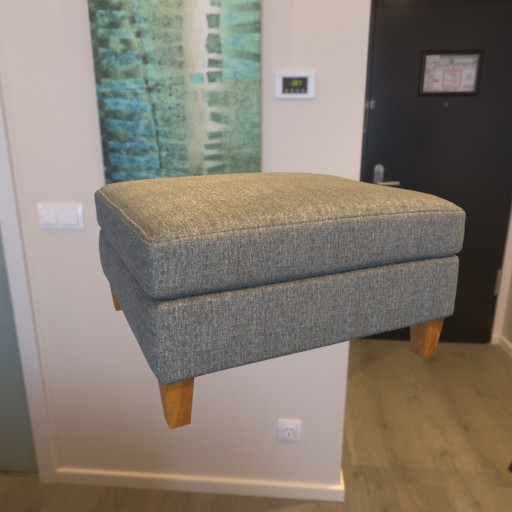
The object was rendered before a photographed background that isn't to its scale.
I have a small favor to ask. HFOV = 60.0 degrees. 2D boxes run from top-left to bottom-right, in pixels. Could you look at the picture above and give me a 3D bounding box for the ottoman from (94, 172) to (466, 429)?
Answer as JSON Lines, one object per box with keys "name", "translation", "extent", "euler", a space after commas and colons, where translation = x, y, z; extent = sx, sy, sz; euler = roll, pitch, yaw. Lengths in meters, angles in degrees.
{"name": "ottoman", "translation": [0.000, 0.000, 1.362], "extent": [0.838, 0.481, 0.838], "euler": [-7, 17, -25]}
